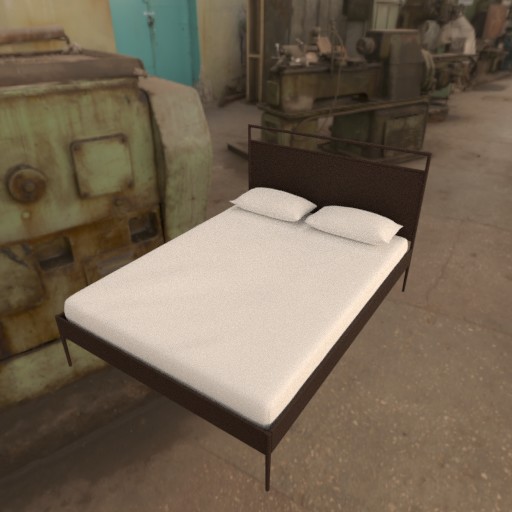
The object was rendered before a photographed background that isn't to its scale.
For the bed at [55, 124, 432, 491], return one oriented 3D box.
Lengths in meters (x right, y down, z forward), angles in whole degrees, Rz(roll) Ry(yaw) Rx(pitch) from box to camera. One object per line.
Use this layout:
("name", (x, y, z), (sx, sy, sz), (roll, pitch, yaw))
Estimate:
("bed", (0.000, 0.000, 3.027), (1.572, 1.173, 2.122), (18, 34, 29))
